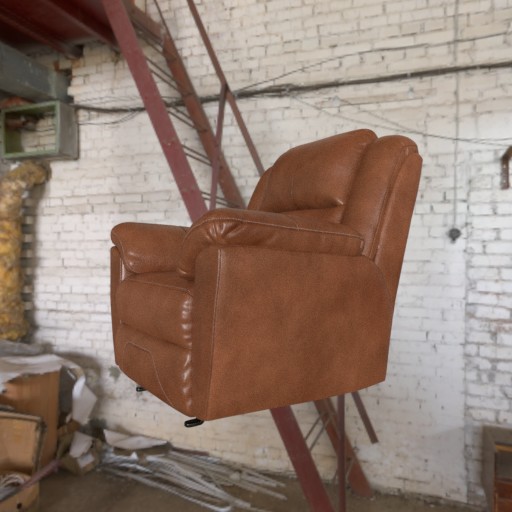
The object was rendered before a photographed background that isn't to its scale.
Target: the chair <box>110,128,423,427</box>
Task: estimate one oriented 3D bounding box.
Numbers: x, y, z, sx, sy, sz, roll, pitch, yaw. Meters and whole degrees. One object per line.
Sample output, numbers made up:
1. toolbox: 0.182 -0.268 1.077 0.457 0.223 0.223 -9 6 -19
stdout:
1. chair: 0.000 0.000 1.876 1.041 1.093 0.990 -1 1 -35
